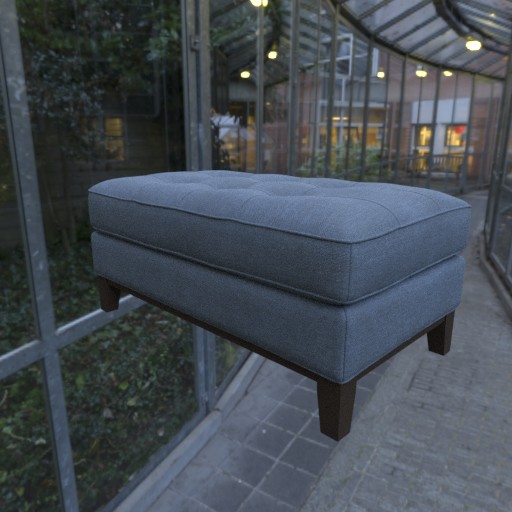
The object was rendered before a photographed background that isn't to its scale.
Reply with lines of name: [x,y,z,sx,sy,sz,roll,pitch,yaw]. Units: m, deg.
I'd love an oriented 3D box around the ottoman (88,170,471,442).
ottoman: [0.000,0.000,1.469,1.143,0.514,0.648,14,21,43]
